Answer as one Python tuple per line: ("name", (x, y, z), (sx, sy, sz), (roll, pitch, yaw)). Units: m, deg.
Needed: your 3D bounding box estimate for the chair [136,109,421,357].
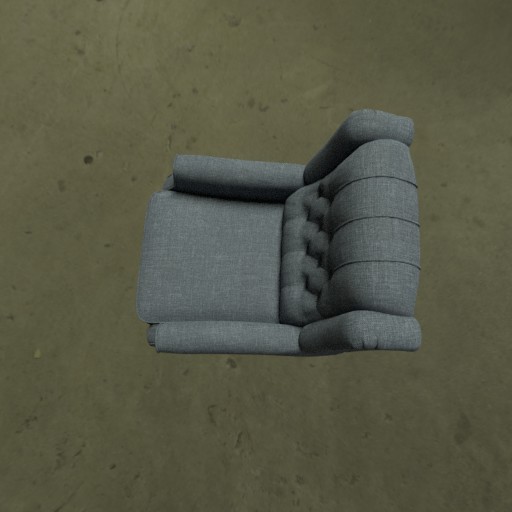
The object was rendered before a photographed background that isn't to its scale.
("chair", (0.000, 0.000, 1.648), (0.898, 1.035, 0.742), (3, 76, 1))
